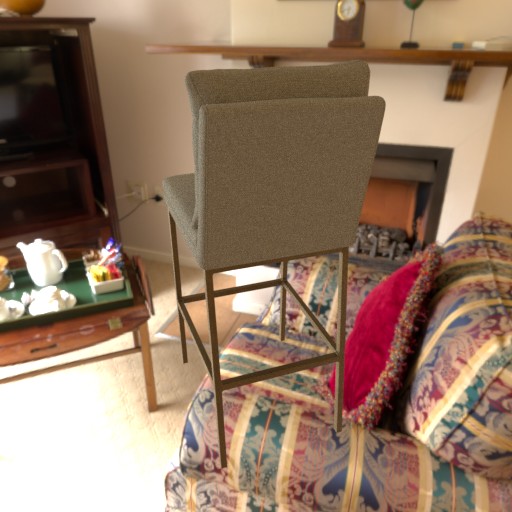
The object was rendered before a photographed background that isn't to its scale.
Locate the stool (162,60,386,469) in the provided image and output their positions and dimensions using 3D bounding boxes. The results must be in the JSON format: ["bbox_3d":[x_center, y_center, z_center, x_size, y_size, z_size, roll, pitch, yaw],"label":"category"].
[{"bbox_3d":[0.000,0.000,1.386,0.463,1.132,0.569,-9,28,-18],"label":"stool"}]
